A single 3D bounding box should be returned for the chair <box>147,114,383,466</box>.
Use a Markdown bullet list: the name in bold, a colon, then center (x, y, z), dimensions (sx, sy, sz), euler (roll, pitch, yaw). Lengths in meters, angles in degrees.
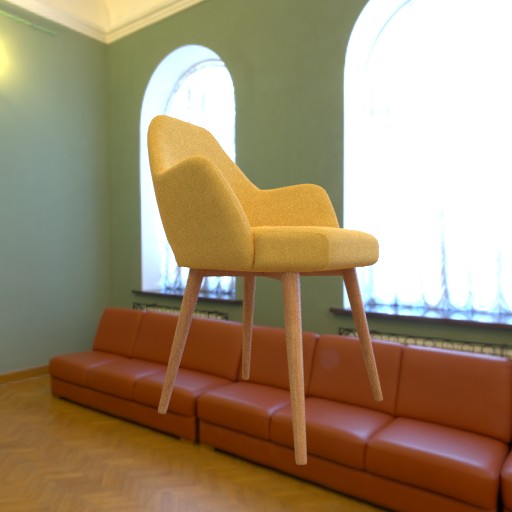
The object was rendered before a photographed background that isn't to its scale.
- **chair**: center (0.000, 0.000, 1.235), dimensions (0.610, 0.840, 0.590), euler (1, 1, 35)
